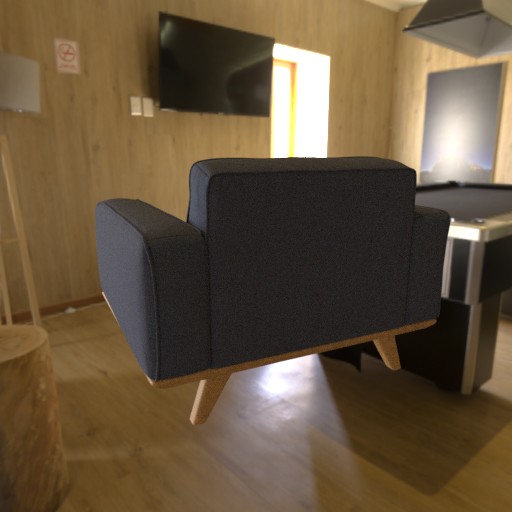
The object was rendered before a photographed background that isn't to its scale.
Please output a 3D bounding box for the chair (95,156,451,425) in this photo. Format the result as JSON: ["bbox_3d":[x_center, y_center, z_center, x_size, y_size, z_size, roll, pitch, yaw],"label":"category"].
[{"bbox_3d":[0.000,0.000,1.767,1.118,0.783,0.953,-7,15,-25],"label":"chair"}]
